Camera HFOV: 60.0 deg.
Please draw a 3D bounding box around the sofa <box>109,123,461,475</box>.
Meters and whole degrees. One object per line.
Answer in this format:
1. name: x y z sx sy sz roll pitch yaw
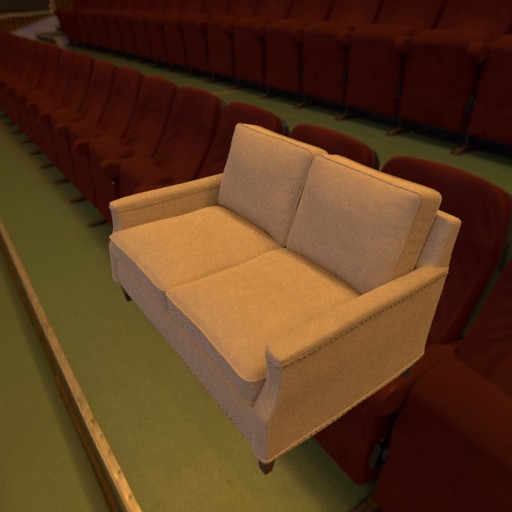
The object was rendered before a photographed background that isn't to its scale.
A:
1. sofa: 0.000 0.000 2.299 1.084 1.002 1.597 -21 37 -30
